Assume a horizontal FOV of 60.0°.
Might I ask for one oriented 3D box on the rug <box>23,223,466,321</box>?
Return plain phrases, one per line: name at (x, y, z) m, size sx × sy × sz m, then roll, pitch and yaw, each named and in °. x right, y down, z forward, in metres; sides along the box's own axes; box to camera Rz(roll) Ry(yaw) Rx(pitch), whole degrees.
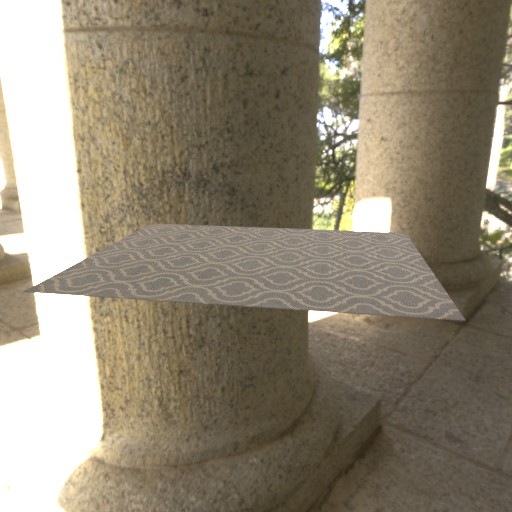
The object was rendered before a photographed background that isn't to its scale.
rug at (0.000, 0.000, 3.928) m, size 2.892 × 0.006 × 2.283 m, roll 3°, pitch 16°, yaw 9°
